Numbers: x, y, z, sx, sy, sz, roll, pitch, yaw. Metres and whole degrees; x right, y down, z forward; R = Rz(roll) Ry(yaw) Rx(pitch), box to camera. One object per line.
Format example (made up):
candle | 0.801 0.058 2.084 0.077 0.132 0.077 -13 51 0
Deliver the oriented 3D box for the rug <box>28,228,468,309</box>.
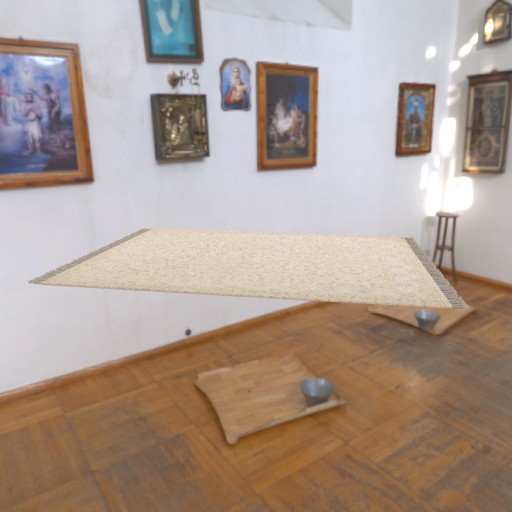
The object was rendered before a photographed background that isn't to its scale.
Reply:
rug | 0.000 0.000 2.330 1.771 0.015 1.223 2 15 9
